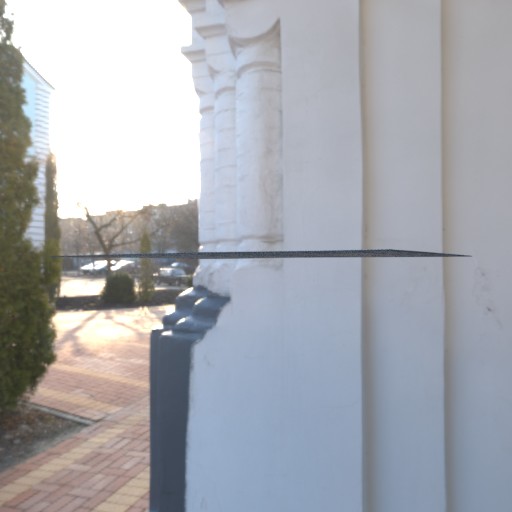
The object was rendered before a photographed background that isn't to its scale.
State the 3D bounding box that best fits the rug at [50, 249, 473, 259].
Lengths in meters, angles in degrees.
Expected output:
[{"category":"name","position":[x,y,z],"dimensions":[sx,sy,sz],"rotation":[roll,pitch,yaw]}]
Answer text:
[{"category":"rug","position":[0.000,0.000,2.164],"dimensions":[1.740,0.010,1.135],"rotation":[-1,-1,36]}]
